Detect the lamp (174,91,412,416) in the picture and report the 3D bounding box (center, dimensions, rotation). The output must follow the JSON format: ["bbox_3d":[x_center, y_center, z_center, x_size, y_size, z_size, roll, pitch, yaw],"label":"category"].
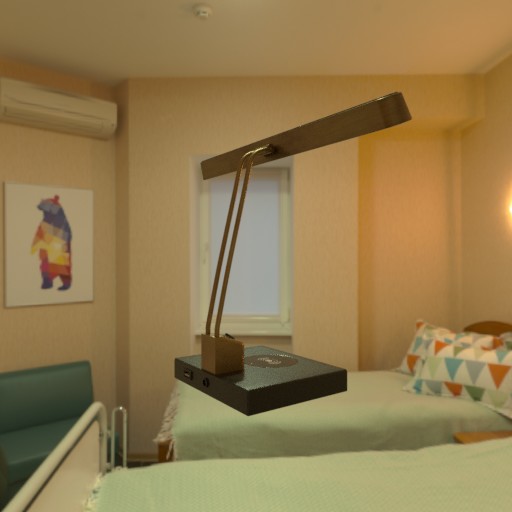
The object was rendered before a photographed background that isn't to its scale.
[{"bbox_3d":[0.000,0.000,0.595,0.156,0.345,0.412,0,0,-35],"label":"lamp"}]
